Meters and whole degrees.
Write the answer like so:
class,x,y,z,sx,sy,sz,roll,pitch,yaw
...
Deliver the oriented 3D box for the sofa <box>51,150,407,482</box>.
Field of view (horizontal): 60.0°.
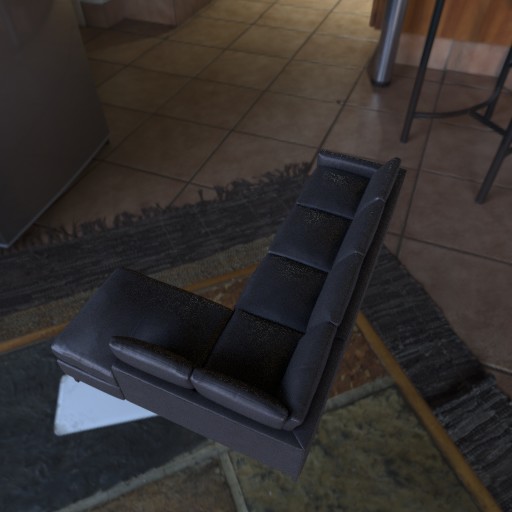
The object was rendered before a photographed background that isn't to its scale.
class,x,y,z,sx,sy,sz,roll,pitch,yaw
sofa,0.000,0.000,3.863,1.938,0.877,2.984,18,50,16
